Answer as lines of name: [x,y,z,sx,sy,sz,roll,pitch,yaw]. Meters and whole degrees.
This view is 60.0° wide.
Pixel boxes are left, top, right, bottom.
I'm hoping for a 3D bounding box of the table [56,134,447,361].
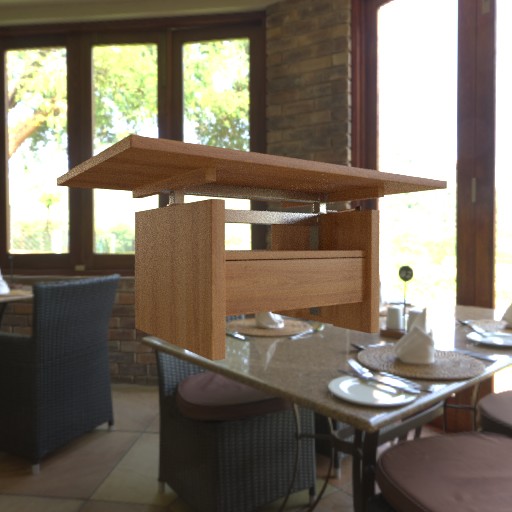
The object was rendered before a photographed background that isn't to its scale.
table: [0.000,0.000,1.482,1.100,0.510,0.700,-1,2,-35]
